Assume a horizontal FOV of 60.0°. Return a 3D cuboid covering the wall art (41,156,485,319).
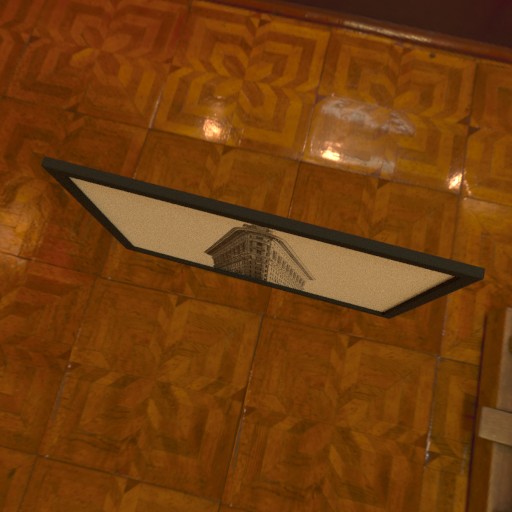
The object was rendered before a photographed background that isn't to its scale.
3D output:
[{"bbox_3d":[0.000,0.000,1.246,0.958,0.656,0.026,15,75,4],"label":"wall art"}]
